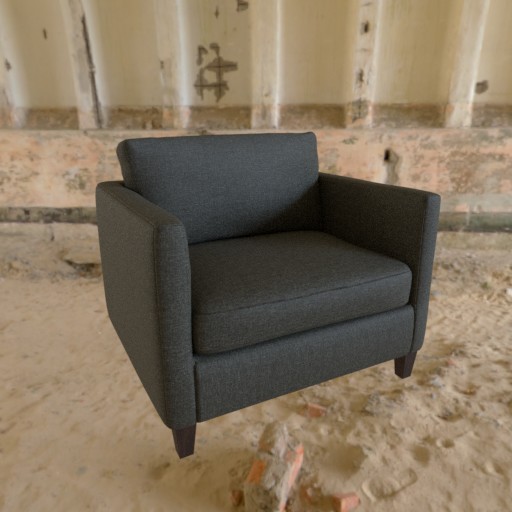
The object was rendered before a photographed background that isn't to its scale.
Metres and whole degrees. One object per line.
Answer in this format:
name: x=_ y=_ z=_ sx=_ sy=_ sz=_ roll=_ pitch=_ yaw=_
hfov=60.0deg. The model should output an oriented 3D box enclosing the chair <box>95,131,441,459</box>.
chair: x=0.000 y=0.000 z=1.828 sx=1.107 sy=0.963 sz=0.959 roll=-9 pitch=19 yaw=-27
